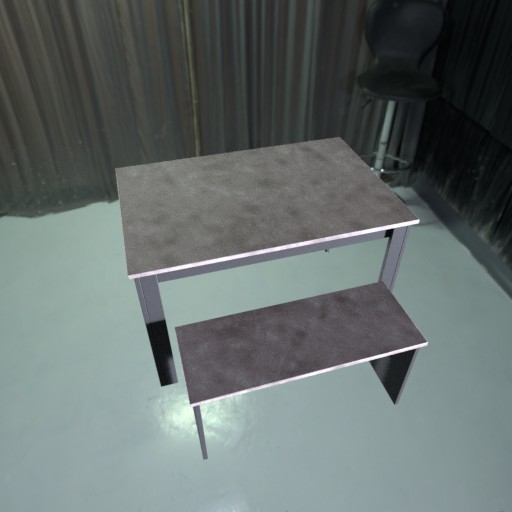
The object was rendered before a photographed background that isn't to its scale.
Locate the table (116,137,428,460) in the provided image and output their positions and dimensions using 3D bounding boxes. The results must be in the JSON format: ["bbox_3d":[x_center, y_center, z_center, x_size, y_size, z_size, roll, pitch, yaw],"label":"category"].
[{"bbox_3d":[0.000,0.000,2.075,1.100,0.700,1.443,-11,42,-12],"label":"table"}]
